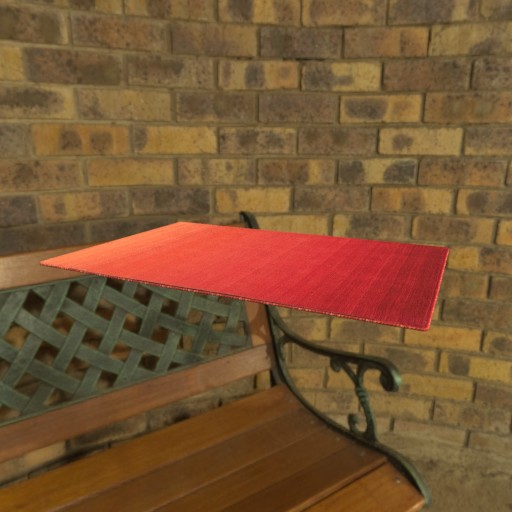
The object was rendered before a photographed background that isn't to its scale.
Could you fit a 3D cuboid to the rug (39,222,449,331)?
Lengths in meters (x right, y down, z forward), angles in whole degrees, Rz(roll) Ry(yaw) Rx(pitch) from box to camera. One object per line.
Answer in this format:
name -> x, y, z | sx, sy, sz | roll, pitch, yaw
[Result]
rug -> 0.000, 0.000, 2.356 | 1.835, 0.018, 1.230 | 7, 17, 25
